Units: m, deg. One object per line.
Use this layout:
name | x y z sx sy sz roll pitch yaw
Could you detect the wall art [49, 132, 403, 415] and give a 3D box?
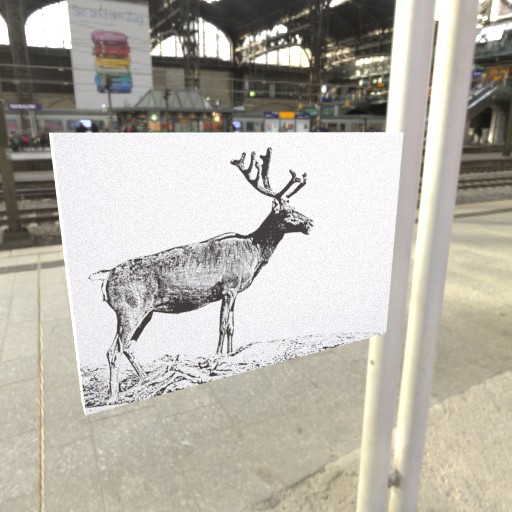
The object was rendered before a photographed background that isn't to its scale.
wall art | 0.000 0.000 0.772 0.608 0.414 0.042 -8 18 -27
